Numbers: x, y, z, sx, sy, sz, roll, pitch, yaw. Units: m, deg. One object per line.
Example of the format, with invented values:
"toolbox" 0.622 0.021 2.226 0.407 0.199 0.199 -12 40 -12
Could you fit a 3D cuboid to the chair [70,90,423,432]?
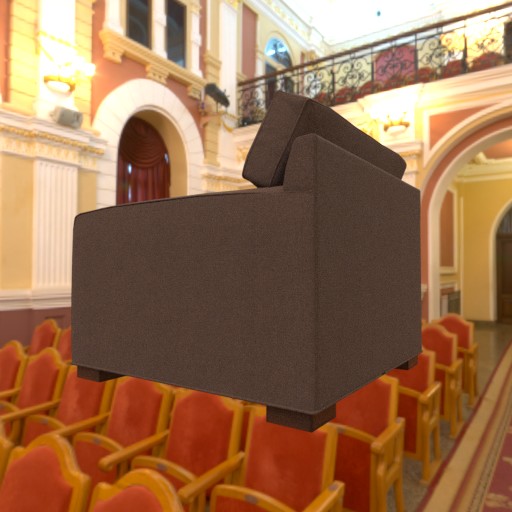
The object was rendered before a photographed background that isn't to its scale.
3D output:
"chair" 0.000 0.000 1.788 1.043 0.913 0.997 -1 -2 35
